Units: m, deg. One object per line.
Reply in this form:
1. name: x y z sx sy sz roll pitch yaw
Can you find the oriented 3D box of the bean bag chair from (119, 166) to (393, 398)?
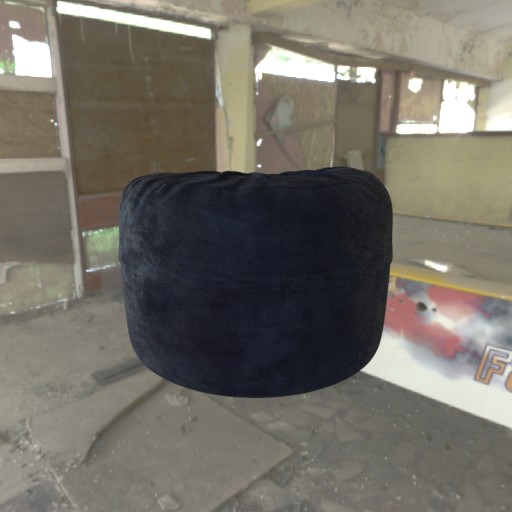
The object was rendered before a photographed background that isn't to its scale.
1. bean bag chair: 0.000 0.000 1.556 0.918 0.616 0.918 0 15 0
